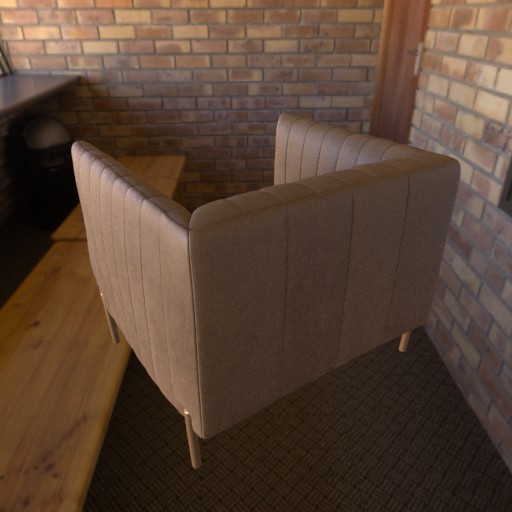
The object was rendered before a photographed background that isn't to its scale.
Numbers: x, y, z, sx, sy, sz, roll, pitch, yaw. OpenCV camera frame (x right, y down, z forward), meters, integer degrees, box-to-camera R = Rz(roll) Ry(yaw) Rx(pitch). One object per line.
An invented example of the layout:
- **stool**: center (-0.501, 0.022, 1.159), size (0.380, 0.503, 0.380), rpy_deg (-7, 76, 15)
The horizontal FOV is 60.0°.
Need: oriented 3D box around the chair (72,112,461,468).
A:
- **chair**: center (0.000, 0.000, 1.565), size (0.981, 0.779, 0.876), rpy_deg (-18, 33, -29)
